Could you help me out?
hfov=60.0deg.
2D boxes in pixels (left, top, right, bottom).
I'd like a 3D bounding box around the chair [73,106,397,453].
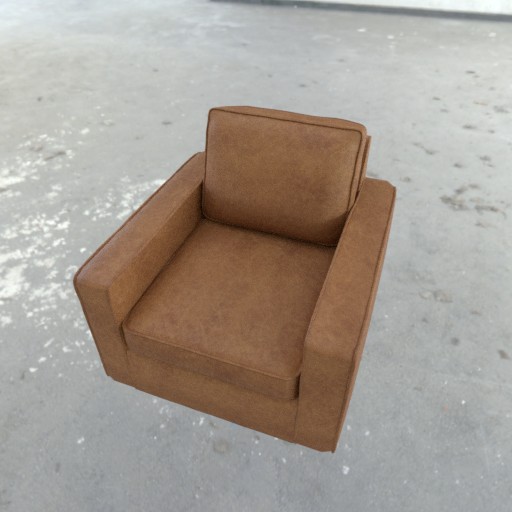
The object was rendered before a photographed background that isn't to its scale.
[{"bbox_3d":[0.000,0.000,1.753,0.987,0.901,1.027,11,41,13],"label":"chair"}]
